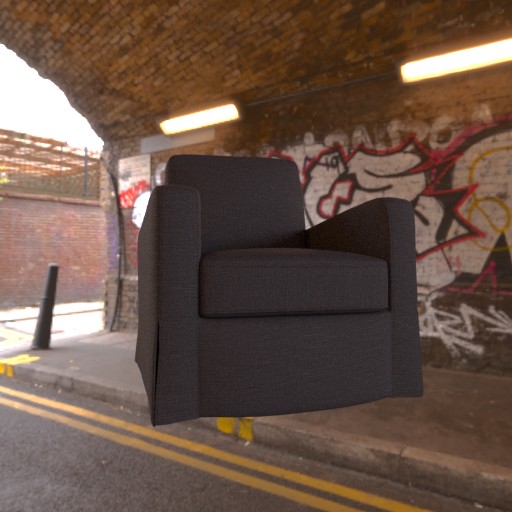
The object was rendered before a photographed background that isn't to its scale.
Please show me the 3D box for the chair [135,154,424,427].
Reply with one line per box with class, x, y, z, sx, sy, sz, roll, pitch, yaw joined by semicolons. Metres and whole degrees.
chair;0.000;0.000;1.581;0.798;0.855;0.863;0;-1;-18
